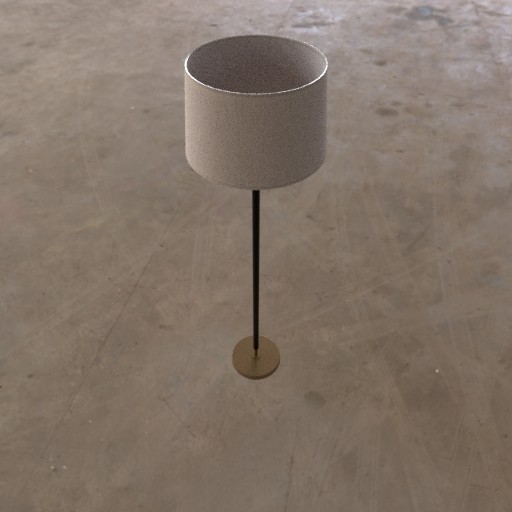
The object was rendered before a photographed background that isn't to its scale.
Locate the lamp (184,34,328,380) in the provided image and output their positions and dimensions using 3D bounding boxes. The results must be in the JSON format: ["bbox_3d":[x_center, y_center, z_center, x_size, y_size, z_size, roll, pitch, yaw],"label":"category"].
[{"bbox_3d":[0.000,0.000,1.664,0.420,1.447,0.420,0,46,0],"label":"lamp"}]
